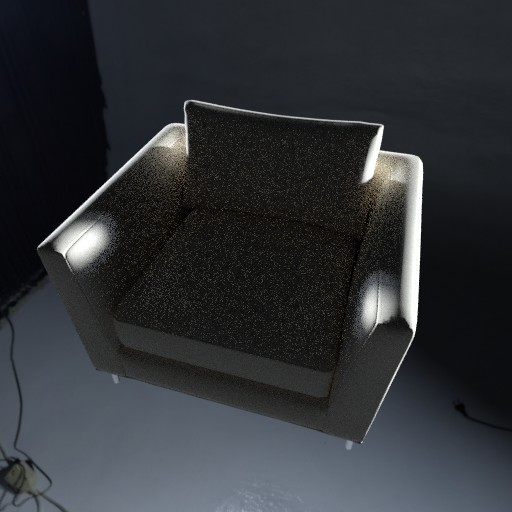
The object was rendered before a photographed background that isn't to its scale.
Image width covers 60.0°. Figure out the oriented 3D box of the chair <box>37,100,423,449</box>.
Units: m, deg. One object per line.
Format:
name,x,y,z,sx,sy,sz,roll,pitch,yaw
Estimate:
chair,0.000,0.000,1.603,1.041,0.865,0.889,11,42,13
